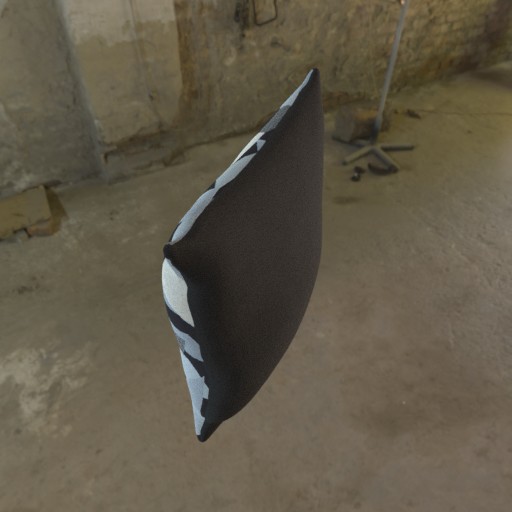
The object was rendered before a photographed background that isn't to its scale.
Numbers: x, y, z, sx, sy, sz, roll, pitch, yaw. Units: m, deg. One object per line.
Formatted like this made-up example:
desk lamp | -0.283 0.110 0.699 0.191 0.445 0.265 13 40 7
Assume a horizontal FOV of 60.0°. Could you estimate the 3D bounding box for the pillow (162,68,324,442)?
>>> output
pillow | 0.000 0.000 0.788 0.208 0.496 0.503 18 47 17
